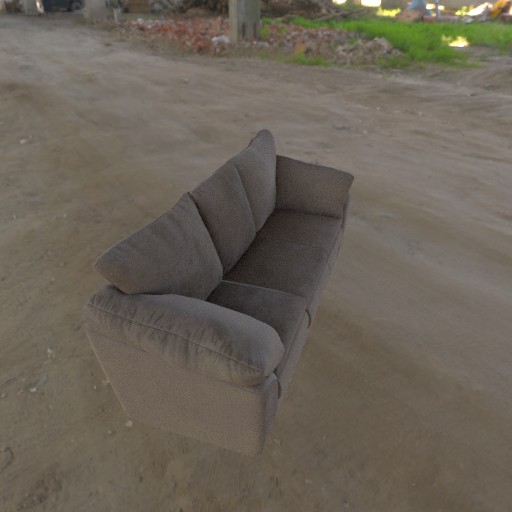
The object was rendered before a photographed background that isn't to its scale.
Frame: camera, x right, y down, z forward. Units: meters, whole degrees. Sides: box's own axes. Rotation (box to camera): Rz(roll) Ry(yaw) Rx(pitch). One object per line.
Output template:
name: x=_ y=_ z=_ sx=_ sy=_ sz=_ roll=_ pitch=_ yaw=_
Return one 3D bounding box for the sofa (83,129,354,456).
sofa: x=0.000 y=0.000 z=2.840 sx=0.878 sy=1.073 sz=2.336 roll=10 pitch=32 yaw=17
